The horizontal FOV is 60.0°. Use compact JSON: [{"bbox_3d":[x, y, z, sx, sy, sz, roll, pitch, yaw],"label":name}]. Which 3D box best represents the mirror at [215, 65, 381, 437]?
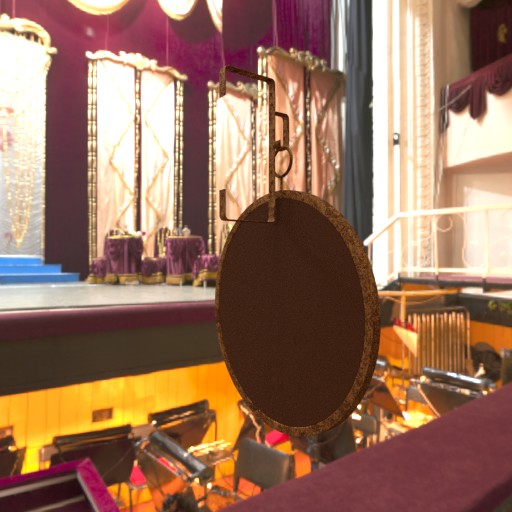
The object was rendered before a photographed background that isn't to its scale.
[{"bbox_3d":[0.000,0.000,0.799,0.144,0.651,0.447,0,-1,-36],"label":"mirror"}]
